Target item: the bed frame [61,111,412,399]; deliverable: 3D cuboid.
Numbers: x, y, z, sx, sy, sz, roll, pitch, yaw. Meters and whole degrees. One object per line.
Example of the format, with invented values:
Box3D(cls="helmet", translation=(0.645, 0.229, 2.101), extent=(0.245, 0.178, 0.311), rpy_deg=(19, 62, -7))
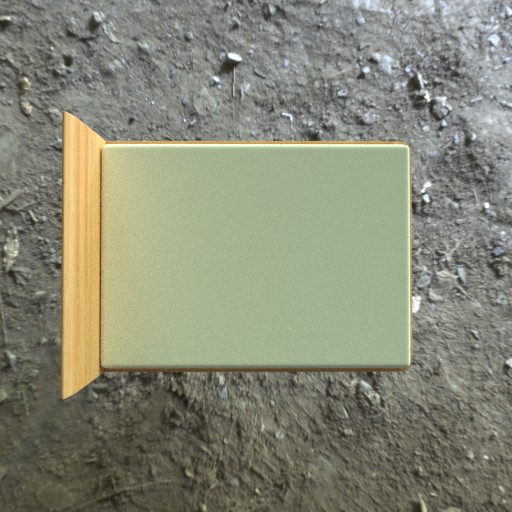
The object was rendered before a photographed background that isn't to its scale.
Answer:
Box3D(cls="bed frame", translation=(0.000, 0.000, 2.734), extent=(1.992, 0.940, 1.472), rpy_deg=(0, 89, 0))
